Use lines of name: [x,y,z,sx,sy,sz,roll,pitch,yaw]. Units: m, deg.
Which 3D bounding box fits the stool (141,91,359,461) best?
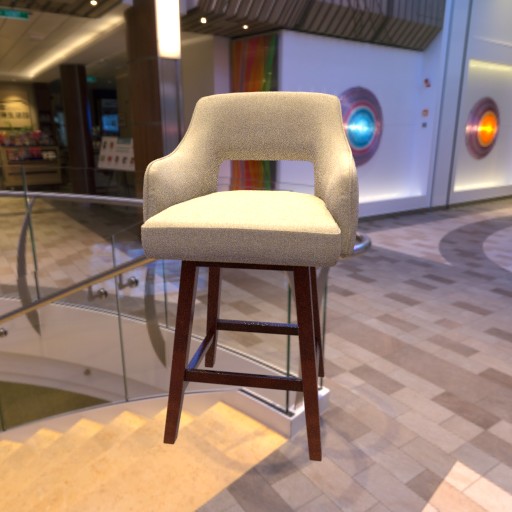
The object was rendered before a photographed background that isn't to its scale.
stool: [0.000,0.000,1.282,0.550,0.936,0.560,3,16,9]
